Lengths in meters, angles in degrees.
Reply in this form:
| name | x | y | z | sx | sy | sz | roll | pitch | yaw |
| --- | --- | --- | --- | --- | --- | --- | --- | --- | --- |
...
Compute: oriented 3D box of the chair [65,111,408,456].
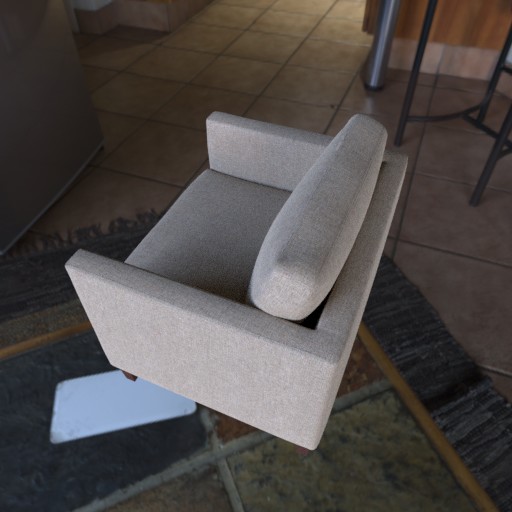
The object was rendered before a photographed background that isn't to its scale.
| name | x | y | z | sx | sy | sz | roll | pitch | yaw |
| --- | --- | --- | --- | --- | --- | --- | --- | --- | --- |
| chair | 0.000 | 0.000 | 1.850 | 0.959 | 0.987 | 1.107 | 17 | 49 | 16 |
